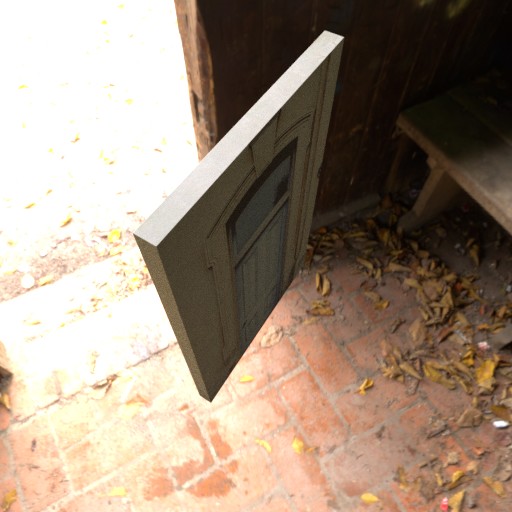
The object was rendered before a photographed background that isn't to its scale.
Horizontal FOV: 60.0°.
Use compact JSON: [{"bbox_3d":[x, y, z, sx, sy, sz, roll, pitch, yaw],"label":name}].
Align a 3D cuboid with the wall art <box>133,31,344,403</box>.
[{"bbox_3d":[0.000,0.000,0.977,0.038,0.764,0.508,28,62,16],"label":"wall art"}]
